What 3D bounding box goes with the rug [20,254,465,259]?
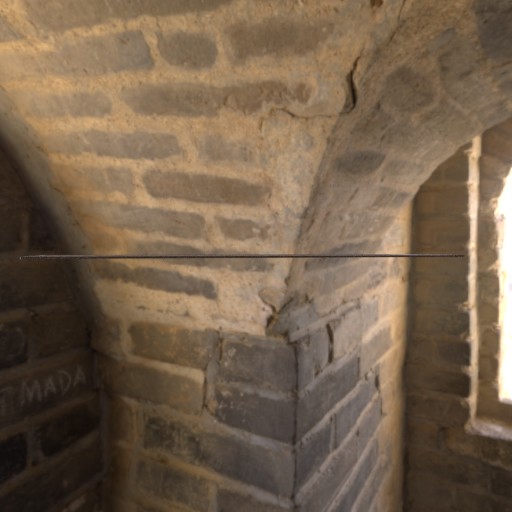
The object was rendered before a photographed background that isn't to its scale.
[{"bbox_3d":[0.000,0.000,2.709,2.452,0.012,0.775,0,1,-18],"label":"rug"}]
